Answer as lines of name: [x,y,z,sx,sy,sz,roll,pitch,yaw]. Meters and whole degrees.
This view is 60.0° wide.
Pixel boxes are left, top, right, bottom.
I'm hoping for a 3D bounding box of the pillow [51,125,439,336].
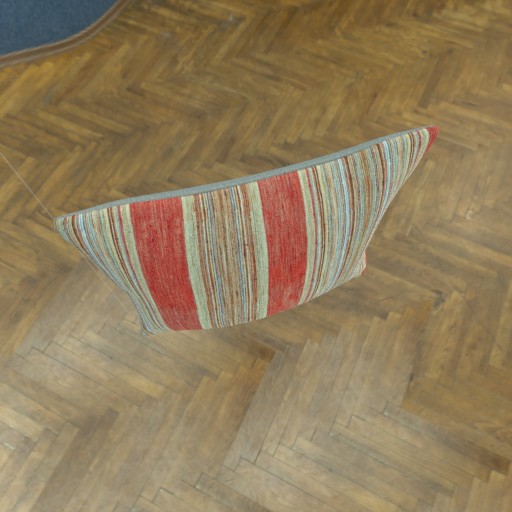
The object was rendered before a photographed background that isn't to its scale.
pillow: [0.000,0.000,0.653,0.437,0.419,0.136,-15,65,-7]
